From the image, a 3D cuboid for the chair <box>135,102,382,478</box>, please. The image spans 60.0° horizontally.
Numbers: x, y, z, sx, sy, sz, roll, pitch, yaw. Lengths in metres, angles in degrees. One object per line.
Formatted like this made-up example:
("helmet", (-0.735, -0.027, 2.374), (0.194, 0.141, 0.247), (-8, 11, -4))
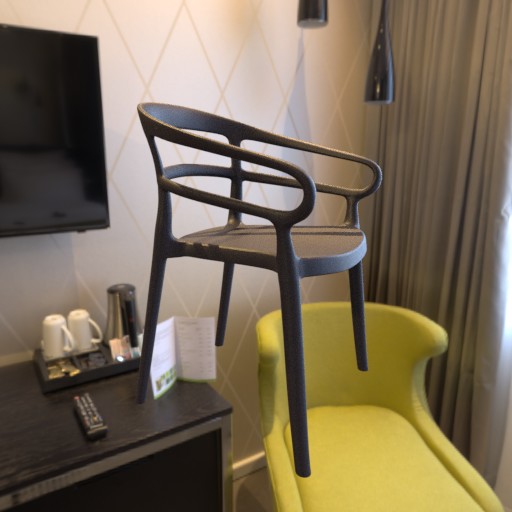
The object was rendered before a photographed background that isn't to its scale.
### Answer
("chair", (0.000, 0.000, 1.133), (0.527, 0.761, 0.559), (7, 15, 26))
